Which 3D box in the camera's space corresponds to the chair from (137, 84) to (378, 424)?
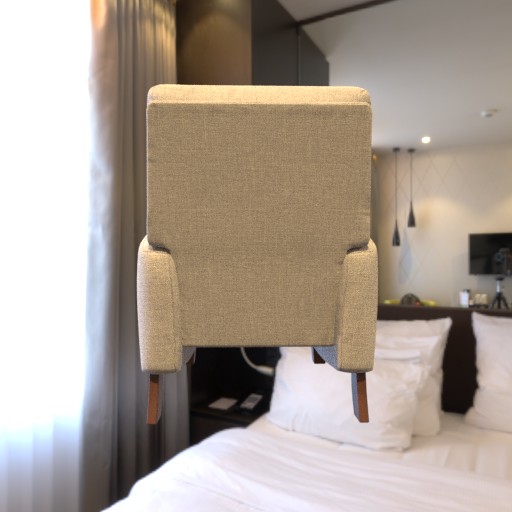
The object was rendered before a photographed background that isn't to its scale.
[{"bbox_3d":[0.000,0.000,1.651,0.762,0.990,0.990,0,0,-1],"label":"chair"}]
